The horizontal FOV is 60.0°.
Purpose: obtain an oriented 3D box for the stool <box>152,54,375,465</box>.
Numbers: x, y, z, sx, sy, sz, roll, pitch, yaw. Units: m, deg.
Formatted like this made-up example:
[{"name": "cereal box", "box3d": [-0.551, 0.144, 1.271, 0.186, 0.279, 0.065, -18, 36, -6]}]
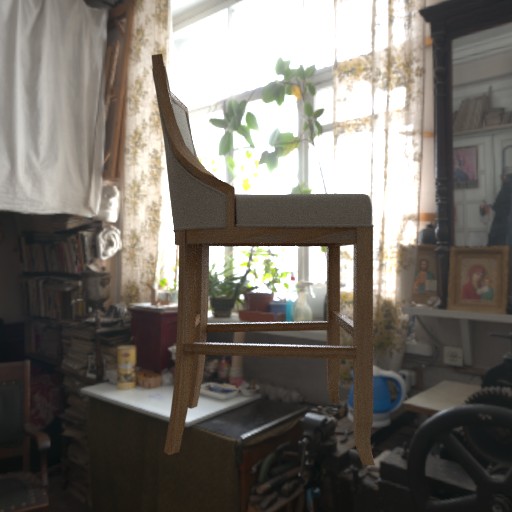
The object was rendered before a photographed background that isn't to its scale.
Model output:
[{"name": "stool", "box3d": [0.000, 0.000, 1.420, 0.626, 1.101, 0.524, 0, 0, 0]}]
